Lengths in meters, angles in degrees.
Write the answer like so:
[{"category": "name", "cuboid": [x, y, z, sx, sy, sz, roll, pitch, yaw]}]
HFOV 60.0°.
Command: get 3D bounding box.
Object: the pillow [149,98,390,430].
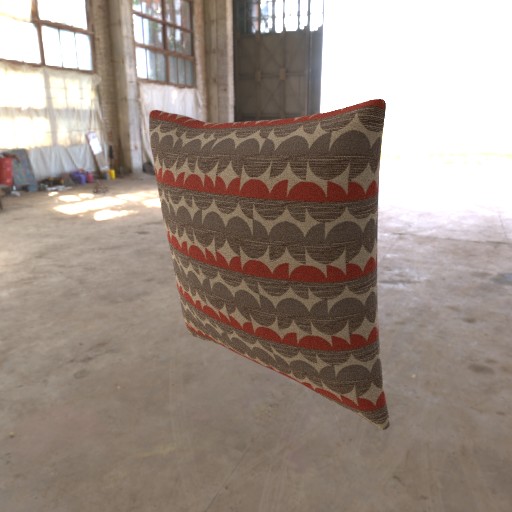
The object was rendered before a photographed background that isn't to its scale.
[{"category": "pillow", "cuboid": [0.000, 0.000, 0.637, 0.180, 0.410, 0.420, -15, 22, -43]}]
